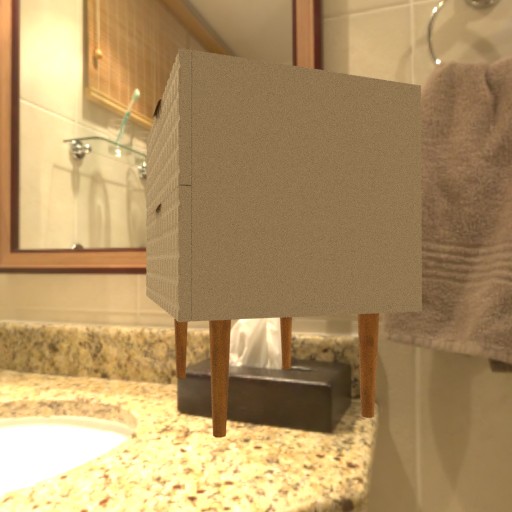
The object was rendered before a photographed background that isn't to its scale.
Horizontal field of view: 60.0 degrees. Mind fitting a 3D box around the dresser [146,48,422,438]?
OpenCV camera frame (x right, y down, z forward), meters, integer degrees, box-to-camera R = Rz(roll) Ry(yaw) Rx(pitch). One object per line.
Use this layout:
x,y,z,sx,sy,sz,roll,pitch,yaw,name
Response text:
0.000,0.000,0.911,0.414,0.568,0.503,0,-1,-19,dresser
